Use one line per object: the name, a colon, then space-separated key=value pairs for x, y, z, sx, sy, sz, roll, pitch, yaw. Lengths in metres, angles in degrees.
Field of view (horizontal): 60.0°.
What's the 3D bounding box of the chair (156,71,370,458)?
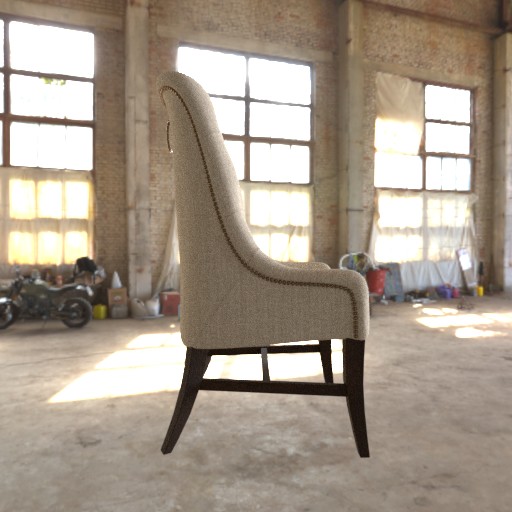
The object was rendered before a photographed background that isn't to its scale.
chair: x=0.000 y=0.000 z=1.485 sx=0.629 sy=1.091 sz=0.634 roll=0 pitch=1 yaw=0
